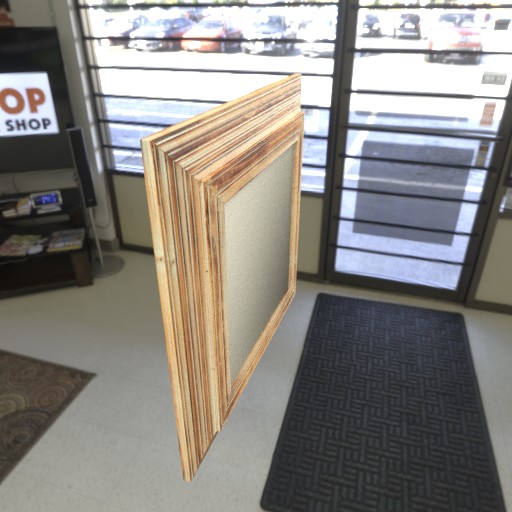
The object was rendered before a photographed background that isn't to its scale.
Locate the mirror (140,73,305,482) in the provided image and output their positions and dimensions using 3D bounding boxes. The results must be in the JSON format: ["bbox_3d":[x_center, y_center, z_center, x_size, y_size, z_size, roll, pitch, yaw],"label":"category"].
[{"bbox_3d":[0.000,0.000,1.170,0.061,0.804,0.804,11,31,18],"label":"mirror"}]
